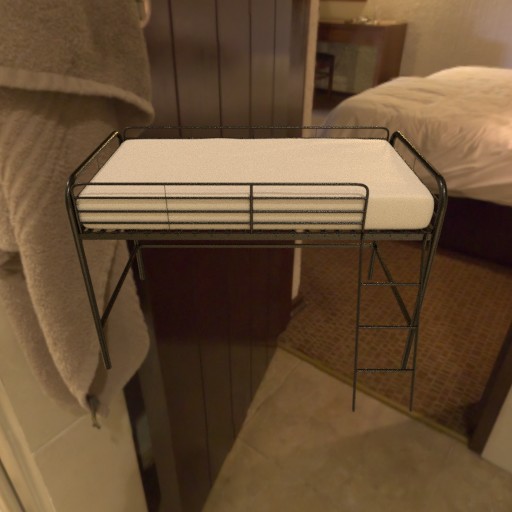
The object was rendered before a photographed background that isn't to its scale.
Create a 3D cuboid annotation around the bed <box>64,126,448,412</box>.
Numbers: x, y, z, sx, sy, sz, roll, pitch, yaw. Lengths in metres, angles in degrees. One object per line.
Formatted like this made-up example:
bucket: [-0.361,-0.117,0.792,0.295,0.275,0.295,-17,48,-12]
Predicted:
bed: [0.000,0.000,2.854,1.968,1.289,1.393,0,32,0]
